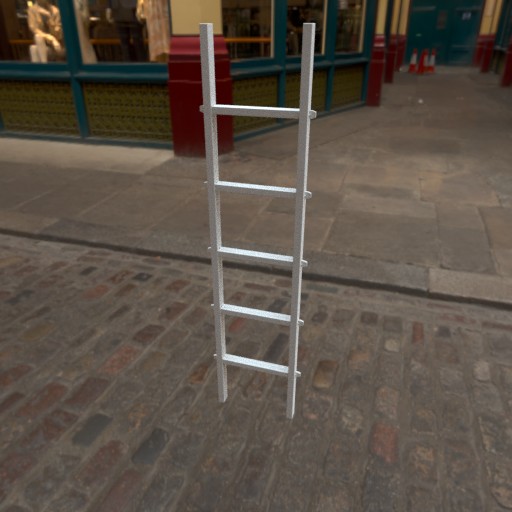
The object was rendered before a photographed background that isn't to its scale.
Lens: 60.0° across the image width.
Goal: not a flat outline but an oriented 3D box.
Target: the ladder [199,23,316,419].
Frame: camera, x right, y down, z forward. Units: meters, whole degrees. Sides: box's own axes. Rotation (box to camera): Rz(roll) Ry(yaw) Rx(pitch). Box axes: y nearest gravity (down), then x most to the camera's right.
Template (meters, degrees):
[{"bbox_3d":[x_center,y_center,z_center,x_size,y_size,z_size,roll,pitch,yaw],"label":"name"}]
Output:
[{"bbox_3d":[0.000,0.000,1.934,0.452,1.797,0.051,8,28,15],"label":"ladder"}]
